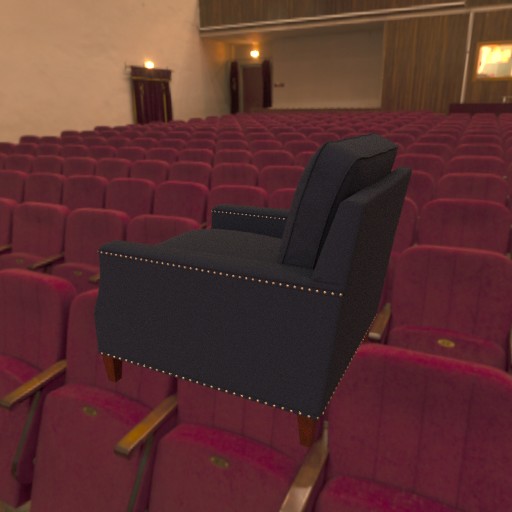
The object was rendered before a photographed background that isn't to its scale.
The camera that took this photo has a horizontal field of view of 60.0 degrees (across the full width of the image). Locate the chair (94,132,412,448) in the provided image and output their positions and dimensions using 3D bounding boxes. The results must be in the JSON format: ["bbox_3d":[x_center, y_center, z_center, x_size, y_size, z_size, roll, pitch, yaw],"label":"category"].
[{"bbox_3d":[0.000,0.000,1.770,1.014,0.943,0.853,9,20,25],"label":"chair"}]
